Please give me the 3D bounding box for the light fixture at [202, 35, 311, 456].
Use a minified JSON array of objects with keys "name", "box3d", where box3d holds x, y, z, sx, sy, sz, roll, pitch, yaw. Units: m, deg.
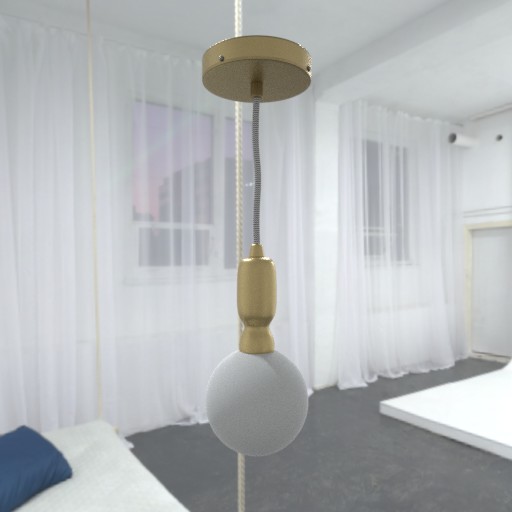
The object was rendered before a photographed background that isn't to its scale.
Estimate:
[{"name":"light fixture","box3d":[0.000,0.000,0.580,0.147,0.510,0.146,-1,-1,36]}]
